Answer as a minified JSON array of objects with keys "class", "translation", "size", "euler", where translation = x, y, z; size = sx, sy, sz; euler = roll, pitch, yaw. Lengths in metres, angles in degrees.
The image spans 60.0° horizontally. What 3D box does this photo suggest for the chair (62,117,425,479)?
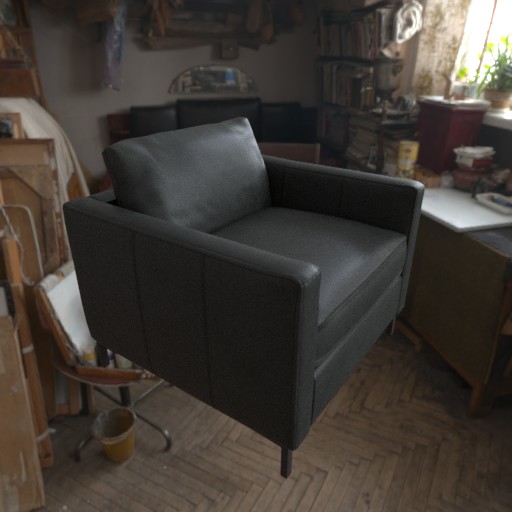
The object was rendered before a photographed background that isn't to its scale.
[{"class":"chair","translation":[0.000,0.000,1.491],"size":[0.861,0.824,0.967],"euler":[17,31,31]}]
